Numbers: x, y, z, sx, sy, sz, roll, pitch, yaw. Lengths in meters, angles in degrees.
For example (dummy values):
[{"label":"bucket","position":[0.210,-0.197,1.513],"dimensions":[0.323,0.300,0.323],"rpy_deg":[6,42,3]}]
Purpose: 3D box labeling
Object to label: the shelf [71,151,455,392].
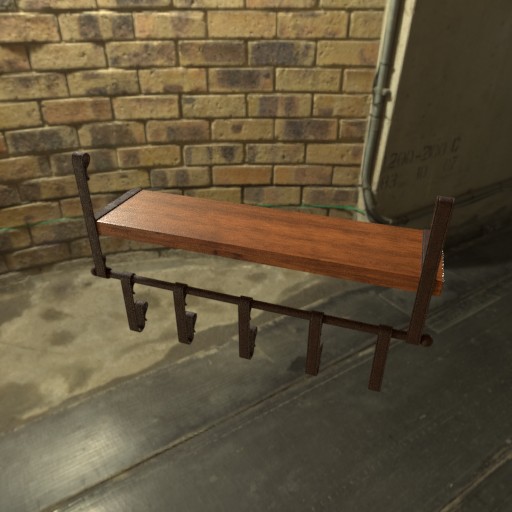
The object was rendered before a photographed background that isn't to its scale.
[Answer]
[{"label":"shelf","position":[0.000,0.000,0.724],"dimensions":[0.567,0.330,0.146],"rpy_deg":[10,32,16]}]
